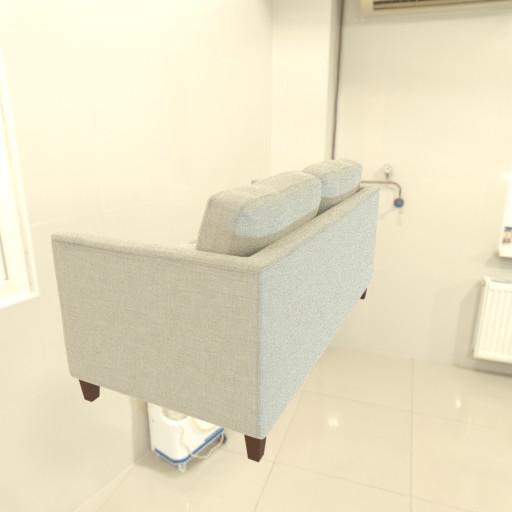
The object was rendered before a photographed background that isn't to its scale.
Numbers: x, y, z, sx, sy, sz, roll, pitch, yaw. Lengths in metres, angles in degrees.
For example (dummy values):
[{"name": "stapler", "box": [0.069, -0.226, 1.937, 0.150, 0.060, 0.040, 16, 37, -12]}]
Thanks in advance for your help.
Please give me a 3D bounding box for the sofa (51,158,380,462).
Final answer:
[{"name": "sofa", "box": [0.000, 0.000, 2.389, 0.950, 0.963, 1.838, 8, 19, 25]}]
